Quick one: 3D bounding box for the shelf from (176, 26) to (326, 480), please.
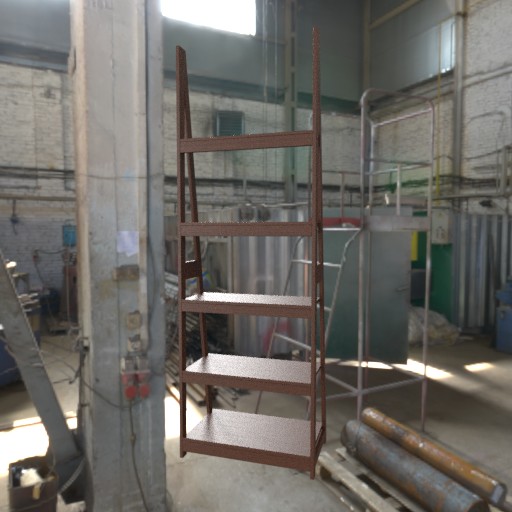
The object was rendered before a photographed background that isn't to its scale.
[{"bbox_3d":[0.000,0.000,1.983,0.600,1.770,0.350,1,3,17],"label":"shelf"}]
